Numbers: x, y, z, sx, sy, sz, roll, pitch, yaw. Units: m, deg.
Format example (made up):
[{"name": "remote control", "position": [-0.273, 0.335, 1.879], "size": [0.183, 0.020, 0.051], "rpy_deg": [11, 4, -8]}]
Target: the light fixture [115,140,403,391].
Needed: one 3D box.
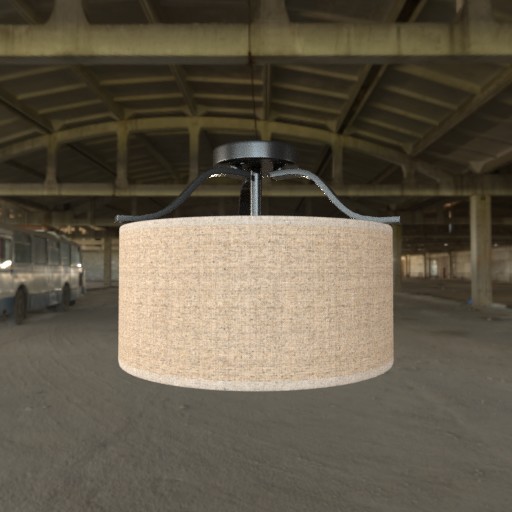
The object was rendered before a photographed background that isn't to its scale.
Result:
[{"name": "light fixture", "position": [0.000, 0.000, 0.652], "size": [0.390, 0.306, 0.390], "rpy_deg": [0, -2, 0]}]
